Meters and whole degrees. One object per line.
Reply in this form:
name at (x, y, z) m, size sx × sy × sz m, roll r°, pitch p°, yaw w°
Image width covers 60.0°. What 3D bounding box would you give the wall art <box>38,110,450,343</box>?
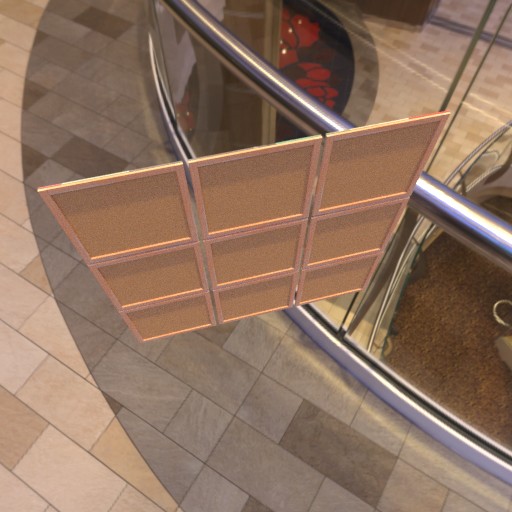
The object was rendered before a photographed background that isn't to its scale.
wall art at (0.000, 0.000, 1.797) m, size 1.216 × 1.220 × 0.013 m, roll -12°, pitch 60°, yaw -7°
